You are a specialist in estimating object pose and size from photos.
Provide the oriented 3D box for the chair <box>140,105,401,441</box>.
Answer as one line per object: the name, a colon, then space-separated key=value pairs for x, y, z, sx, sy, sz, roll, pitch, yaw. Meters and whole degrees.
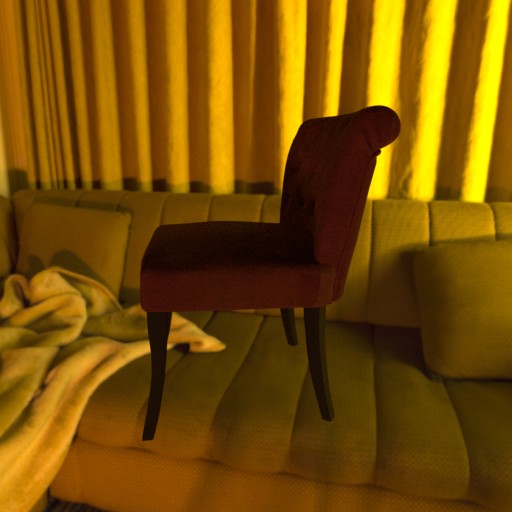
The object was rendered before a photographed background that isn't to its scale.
chair: x=0.000 y=0.000 z=1.212 sx=0.605 sy=0.750 sz=0.582 roll=-2 pitch=14 yaw=-8
